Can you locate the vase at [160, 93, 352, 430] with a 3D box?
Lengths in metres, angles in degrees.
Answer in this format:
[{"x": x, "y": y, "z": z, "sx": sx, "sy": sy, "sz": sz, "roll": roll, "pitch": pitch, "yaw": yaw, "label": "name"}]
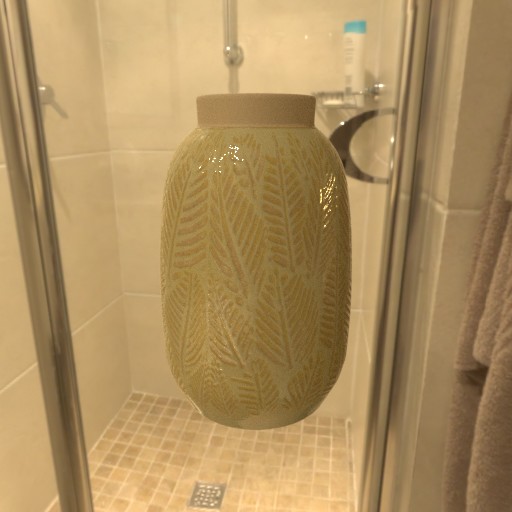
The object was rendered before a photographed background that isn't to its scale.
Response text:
[{"x": 0.000, "y": 0.000, "z": 0.398, "sx": 0.172, "sy": 0.270, "sz": 0.172, "roll": 0, "pitch": 17, "yaw": 0, "label": "vase"}]
